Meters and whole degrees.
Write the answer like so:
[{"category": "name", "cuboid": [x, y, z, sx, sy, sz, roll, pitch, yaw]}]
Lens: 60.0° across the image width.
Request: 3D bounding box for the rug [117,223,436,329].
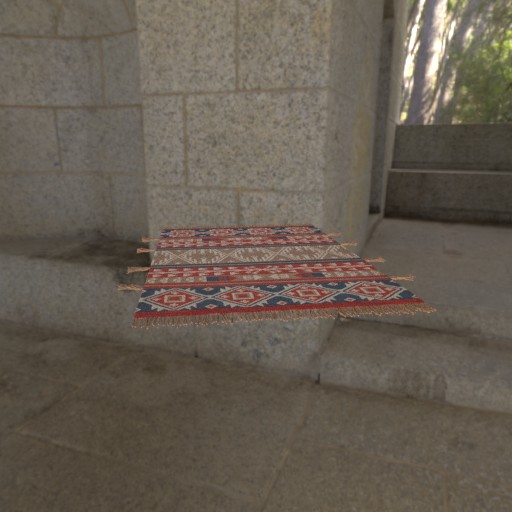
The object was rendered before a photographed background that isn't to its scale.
[{"category": "rug", "cuboid": [0.000, 0.000, 3.255, 1.778, 0.048, 2.450, -2, 15, -8]}]
